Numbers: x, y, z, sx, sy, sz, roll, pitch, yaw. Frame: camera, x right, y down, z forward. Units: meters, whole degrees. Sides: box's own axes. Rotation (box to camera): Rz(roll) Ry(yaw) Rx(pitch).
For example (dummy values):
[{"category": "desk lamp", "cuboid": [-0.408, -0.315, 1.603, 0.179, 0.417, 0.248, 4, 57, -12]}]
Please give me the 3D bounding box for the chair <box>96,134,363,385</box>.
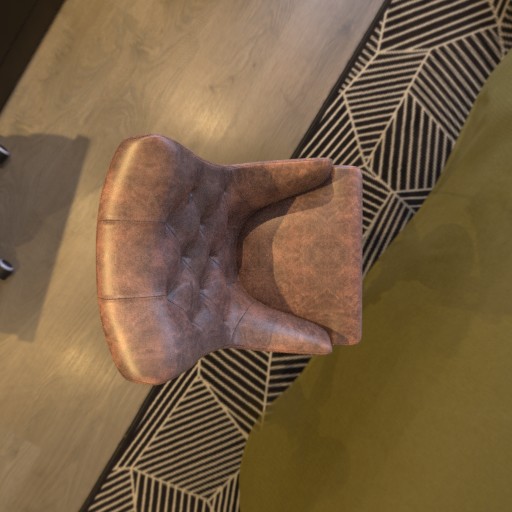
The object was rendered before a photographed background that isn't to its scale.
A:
[{"category": "chair", "cuboid": [0.000, 0.000, 1.502, 0.762, 1.035, 0.641, 0, 91, 0]}]
